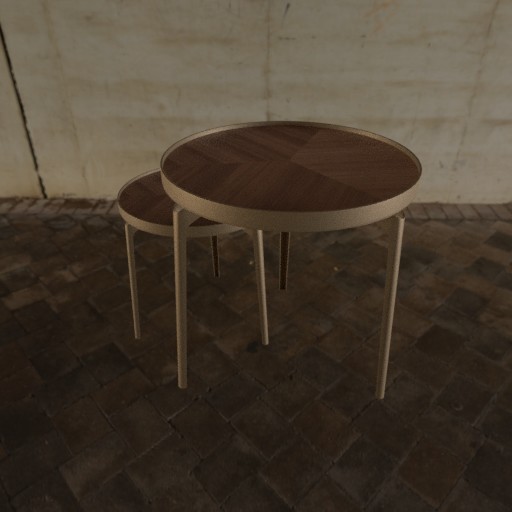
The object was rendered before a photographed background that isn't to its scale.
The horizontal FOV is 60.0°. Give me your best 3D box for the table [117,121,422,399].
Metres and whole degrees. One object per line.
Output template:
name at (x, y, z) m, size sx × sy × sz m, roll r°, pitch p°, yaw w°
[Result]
table at (0.000, 0.000, 1.114) m, size 0.751 × 0.555 × 0.532 m, roll 20°, pitch 37°, yaw 28°
